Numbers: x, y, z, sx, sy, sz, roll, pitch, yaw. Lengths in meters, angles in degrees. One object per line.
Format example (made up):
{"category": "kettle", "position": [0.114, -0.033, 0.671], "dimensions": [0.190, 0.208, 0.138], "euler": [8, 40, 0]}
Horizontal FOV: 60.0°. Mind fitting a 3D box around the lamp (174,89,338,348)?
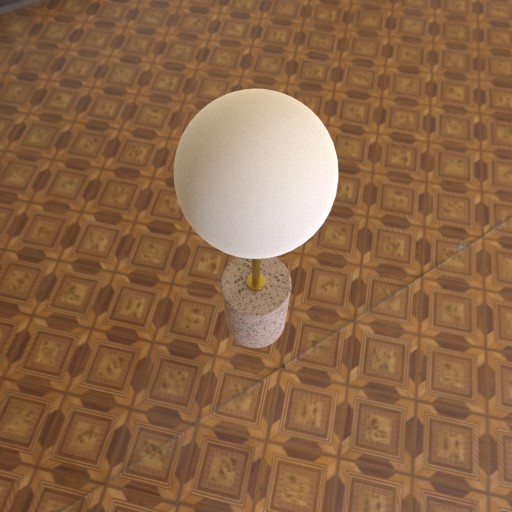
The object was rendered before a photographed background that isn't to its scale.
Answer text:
{"category": "lamp", "position": [0.000, 0.000, 0.563], "dimensions": [0.153, 0.480, 0.153], "euler": [0, 62, 0]}
